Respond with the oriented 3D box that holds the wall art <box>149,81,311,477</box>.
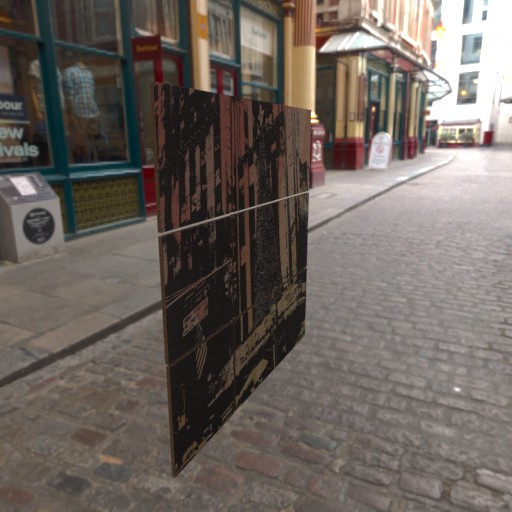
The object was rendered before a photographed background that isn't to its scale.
[{"bbox_3d":[0.000,0.000,2.289,0.017,1.521,1.527,7,16,25],"label":"wall art"}]
